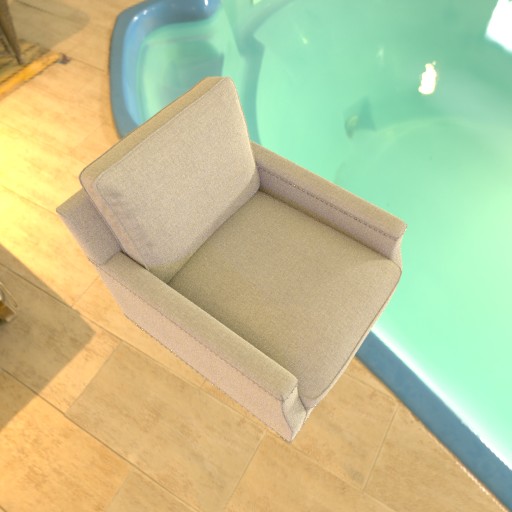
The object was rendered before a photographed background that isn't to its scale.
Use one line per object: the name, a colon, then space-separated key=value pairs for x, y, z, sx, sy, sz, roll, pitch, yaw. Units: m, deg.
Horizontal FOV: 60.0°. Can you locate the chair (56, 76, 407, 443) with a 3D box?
chair: x=0.000 y=0.000 z=1.729 sx=1.014 sy=0.943 sz=0.853 roll=32 pitch=62 yaw=19
